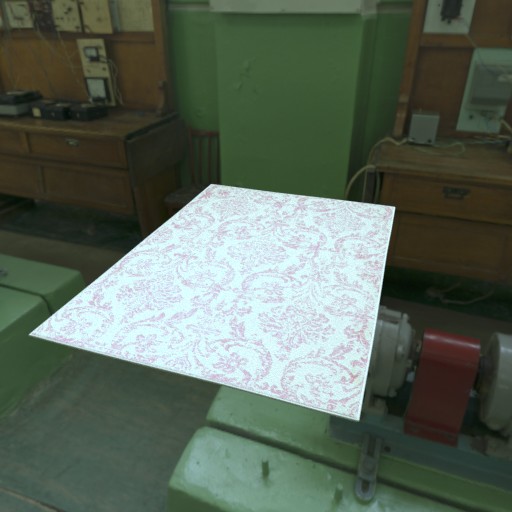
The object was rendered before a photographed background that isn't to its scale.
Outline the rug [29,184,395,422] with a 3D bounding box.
[{"bbox_3d":[0.000,0.000,2.845,1.598,0.014,2.202,10,31,16],"label":"rug"}]
